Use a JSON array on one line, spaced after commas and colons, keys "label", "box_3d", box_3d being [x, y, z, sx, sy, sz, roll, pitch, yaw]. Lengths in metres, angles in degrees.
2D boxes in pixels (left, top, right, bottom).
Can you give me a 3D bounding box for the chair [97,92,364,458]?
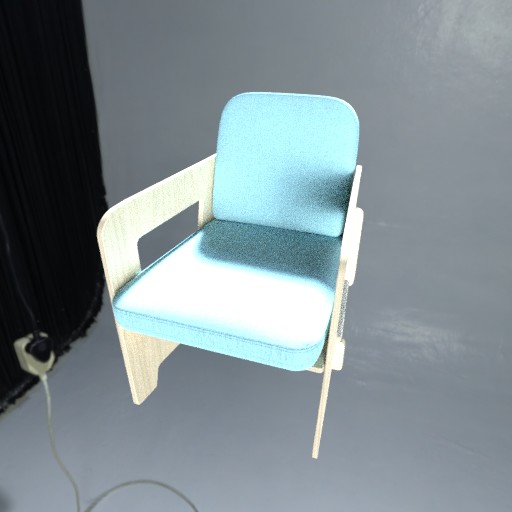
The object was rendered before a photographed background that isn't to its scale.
[{"label": "chair", "box_3d": [0.000, 0.000, 1.270, 0.590, 0.800, 0.710, 10, 30, 17]}]
